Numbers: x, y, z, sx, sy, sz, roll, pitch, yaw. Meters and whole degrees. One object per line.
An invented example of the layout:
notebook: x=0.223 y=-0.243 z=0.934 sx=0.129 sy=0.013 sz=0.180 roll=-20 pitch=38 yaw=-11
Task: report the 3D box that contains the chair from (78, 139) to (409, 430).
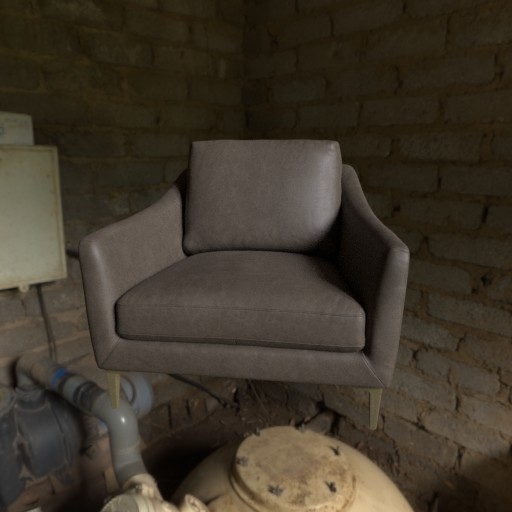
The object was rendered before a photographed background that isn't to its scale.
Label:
chair: x=0.000 y=0.000 z=1.763 sx=0.988 sy=0.901 sz=0.961 roll=2 pitch=14 yaw=7
